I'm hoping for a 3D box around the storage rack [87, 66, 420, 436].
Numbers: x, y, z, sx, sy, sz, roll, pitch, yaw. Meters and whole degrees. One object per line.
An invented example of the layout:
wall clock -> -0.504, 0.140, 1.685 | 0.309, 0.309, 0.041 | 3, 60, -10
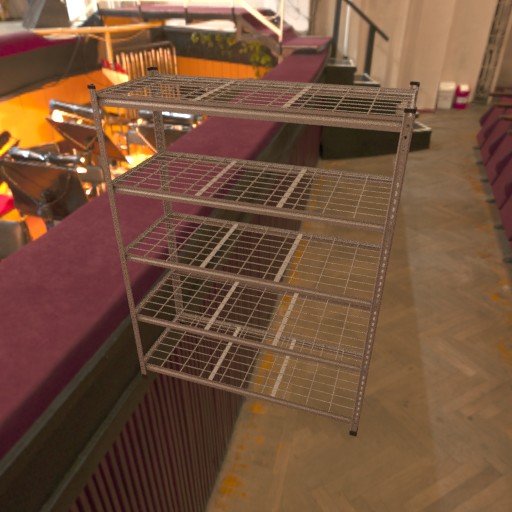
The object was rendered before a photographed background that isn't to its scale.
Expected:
storage rack -> 0.000, 0.000, 2.689 | 1.524, 1.981, 0.610 | 10, 33, 16
